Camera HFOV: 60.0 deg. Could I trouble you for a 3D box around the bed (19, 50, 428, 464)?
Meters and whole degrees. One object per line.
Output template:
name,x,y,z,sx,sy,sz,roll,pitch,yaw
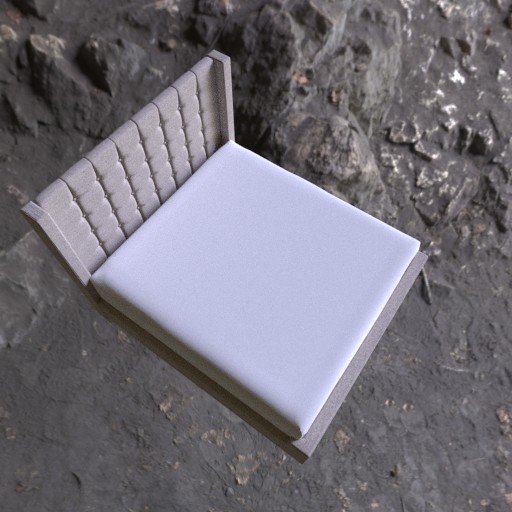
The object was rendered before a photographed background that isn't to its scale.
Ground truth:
bed,0.000,0.000,3.697,2.372,1.748,2.044,31,64,17
